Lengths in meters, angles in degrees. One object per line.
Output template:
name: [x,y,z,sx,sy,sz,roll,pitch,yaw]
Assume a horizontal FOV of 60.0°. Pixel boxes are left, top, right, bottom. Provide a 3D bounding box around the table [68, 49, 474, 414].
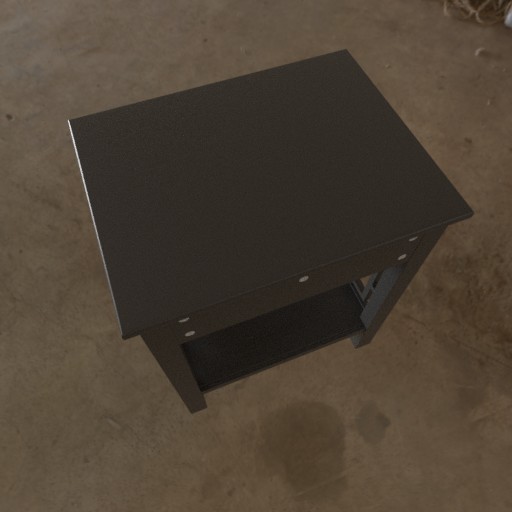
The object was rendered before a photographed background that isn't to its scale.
table: [0.000,0.000,1.029,0.564,0.646,0.451,-19,62,-11]
